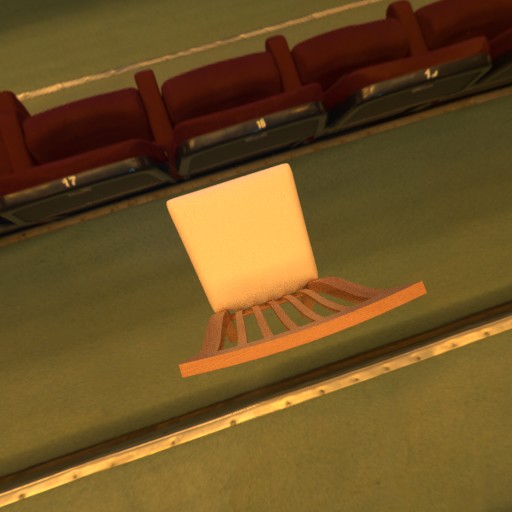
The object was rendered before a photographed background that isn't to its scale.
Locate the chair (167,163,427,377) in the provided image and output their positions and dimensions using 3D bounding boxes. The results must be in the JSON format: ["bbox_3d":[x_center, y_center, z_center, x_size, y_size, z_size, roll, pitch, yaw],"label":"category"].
[{"bbox_3d":[0.000,0.000,1.335,0.450,1.050,0.580,-18,77,-4],"label":"chair"}]
